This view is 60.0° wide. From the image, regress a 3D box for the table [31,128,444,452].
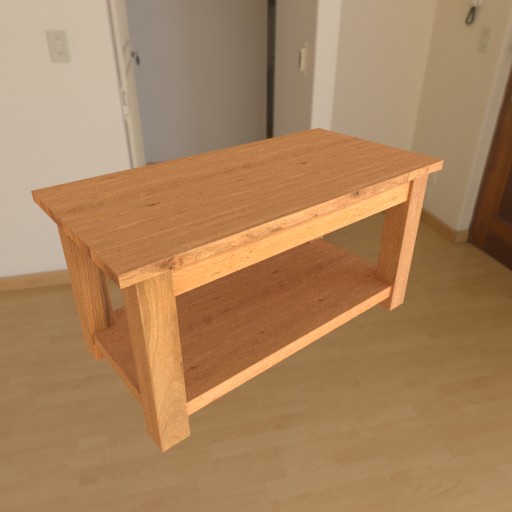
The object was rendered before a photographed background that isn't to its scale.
[{"bbox_3d":[0.000,0.000,1.173,0.899,0.452,0.450,-22,36,-33],"label":"table"}]
